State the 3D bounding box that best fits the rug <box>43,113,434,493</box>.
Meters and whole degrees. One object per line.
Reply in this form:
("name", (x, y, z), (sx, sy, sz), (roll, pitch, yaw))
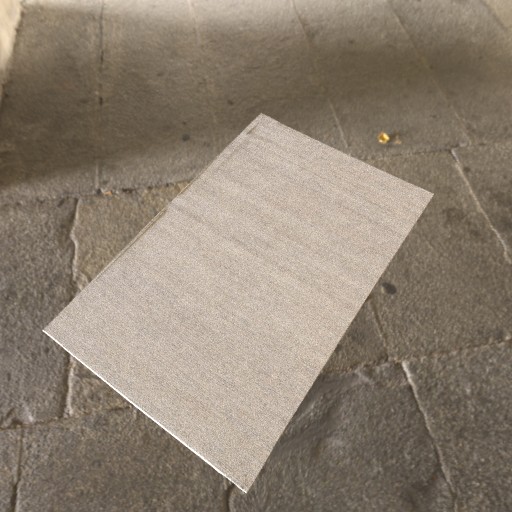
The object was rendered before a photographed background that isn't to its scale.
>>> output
("rug", (0.000, 0.000, 2.283), (1.179, 0.022, 1.820), (31, 64, 17))
